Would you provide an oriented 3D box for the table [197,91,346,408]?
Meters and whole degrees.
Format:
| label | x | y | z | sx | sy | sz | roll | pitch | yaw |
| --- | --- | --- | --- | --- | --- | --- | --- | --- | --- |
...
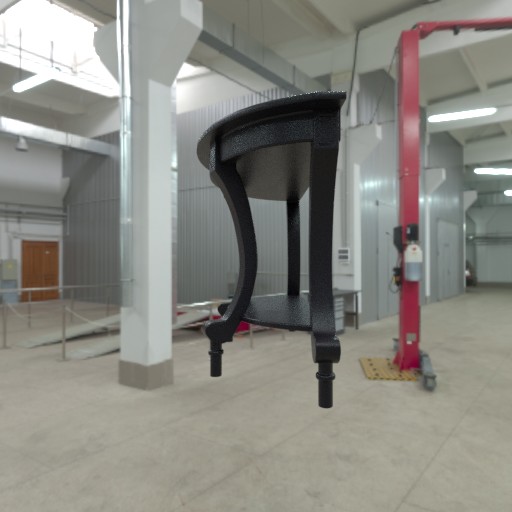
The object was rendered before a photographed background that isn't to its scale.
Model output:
| label | x | y | z | sx | sy | sz | roll | pitch | yaw |
| --- | --- | --- | --- | --- | --- | --- | --- | --- | --- |
| table | 0.000 | 0.000 | 1.538 | 0.394 | 0.692 | 1.198 | 0 | 0 | 1 |
